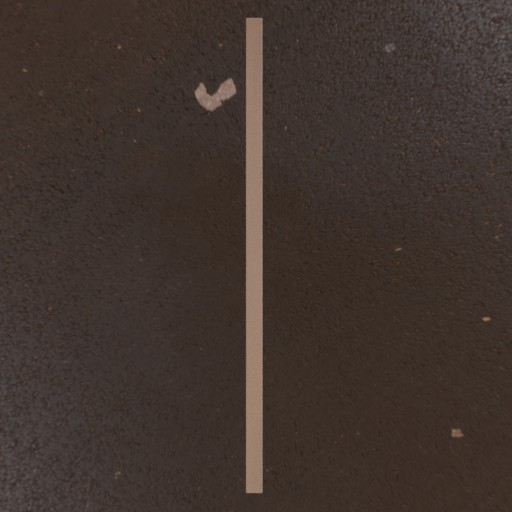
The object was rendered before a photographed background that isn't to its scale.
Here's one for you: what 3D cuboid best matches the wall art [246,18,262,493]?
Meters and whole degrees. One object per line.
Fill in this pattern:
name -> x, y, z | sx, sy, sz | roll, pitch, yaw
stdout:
wall art -> 0.000, 0.000, 0.778 | 0.021, 0.410, 0.615 | 0, 89, 1
